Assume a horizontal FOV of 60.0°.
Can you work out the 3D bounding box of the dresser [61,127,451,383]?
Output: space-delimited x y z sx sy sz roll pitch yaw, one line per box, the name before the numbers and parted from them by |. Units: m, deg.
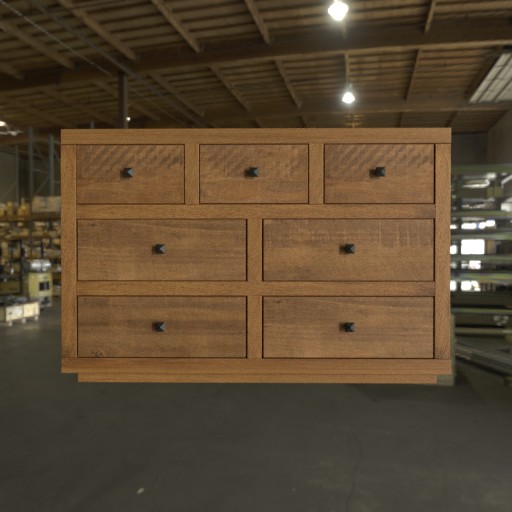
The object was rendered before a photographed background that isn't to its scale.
dresser | 0.000 0.000 1.642 1.261 0.825 0.479 0 1 1
